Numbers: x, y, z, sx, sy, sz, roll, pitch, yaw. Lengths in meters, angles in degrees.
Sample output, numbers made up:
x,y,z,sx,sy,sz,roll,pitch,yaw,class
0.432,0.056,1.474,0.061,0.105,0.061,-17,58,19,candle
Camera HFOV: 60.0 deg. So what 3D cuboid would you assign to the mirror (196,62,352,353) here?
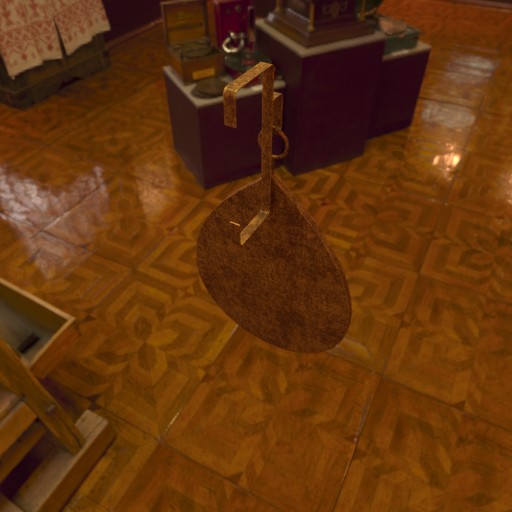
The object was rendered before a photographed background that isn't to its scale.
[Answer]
x,y,z,sx,sy,sz,roll,pitch,yaw,class
0.000,0.000,0.892,0.405,0.744,0.144,22,49,21,mirror
